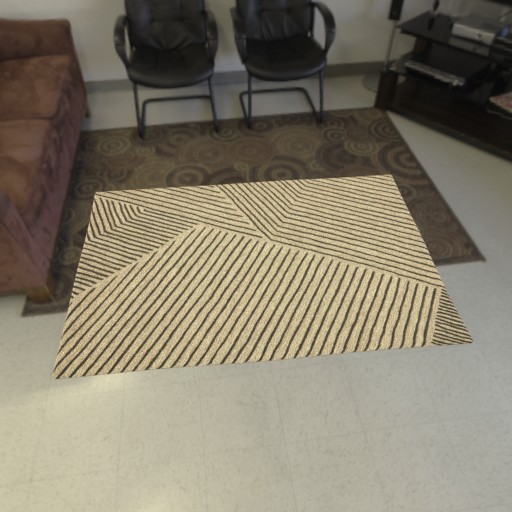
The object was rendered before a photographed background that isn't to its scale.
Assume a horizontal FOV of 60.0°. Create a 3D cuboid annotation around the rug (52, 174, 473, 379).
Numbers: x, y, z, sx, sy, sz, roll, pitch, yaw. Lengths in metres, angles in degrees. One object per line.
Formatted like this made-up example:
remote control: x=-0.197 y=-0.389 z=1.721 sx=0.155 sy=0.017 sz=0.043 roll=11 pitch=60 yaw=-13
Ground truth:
rug: x=0.000 y=0.000 z=2.335 sx=1.842 sy=0.019 sz=1.237 roll=-4 pitch=47 yaw=-4
